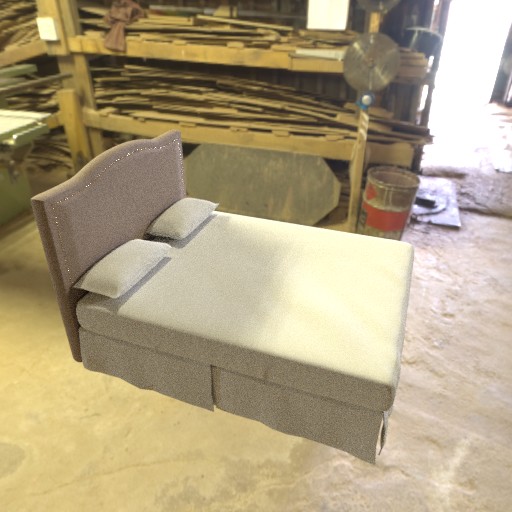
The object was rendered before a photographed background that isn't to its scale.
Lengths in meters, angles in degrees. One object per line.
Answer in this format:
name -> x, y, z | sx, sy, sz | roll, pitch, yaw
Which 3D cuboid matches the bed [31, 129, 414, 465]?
bed -> 0.000, 0.000, 3.318 | 2.282, 1.436, 1.821 | 11, 32, 18
